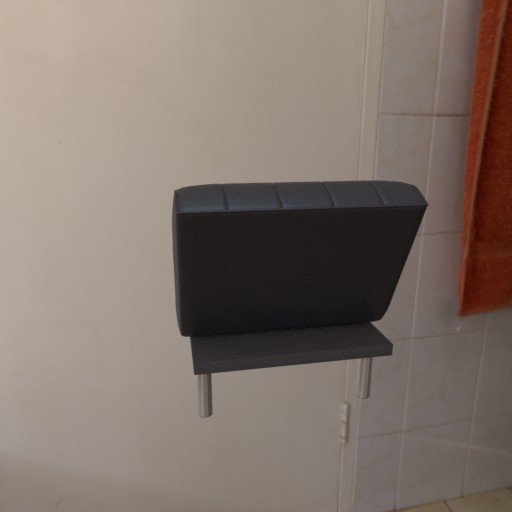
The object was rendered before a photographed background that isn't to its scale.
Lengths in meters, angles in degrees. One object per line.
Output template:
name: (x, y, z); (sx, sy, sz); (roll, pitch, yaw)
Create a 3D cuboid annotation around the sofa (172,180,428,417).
sofa: (0.000, 0.000, 2.065); (0.760, 0.820, 1.560); (-3, 16, -11)
